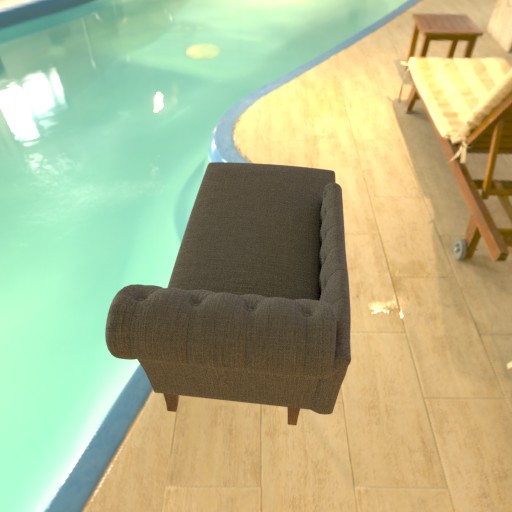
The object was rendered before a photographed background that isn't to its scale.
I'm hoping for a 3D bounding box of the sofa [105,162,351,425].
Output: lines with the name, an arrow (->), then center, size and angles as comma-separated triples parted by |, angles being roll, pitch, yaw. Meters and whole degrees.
sofa -> 0.000, 0.000, 1.816 | 0.675, 0.787, 1.379 | 5, 45, 5
